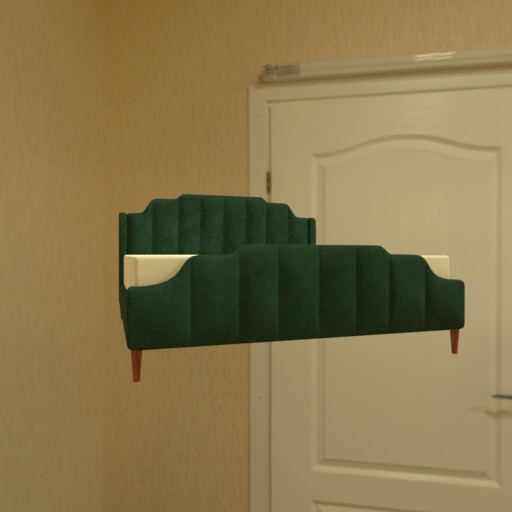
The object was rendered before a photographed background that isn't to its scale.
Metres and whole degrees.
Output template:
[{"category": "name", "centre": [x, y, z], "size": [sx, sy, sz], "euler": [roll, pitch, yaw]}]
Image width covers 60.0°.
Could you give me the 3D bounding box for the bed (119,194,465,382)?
[{"category": "bed", "centre": [0.000, 0.000, 3.571], "size": [2.074, 1.245, 2.340], "euler": [0, 0, -18]}]
